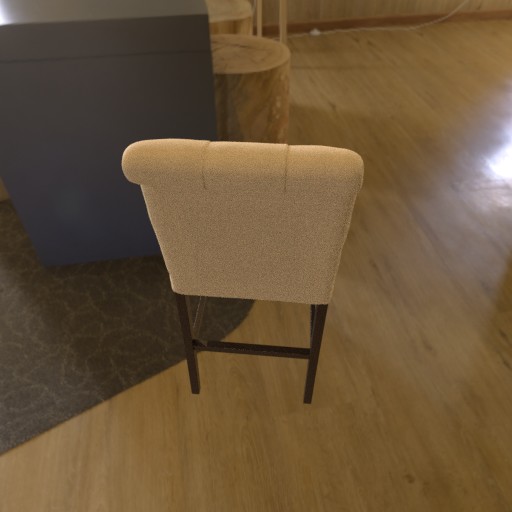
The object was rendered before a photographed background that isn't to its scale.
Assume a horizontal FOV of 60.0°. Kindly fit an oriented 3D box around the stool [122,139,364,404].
[{"bbox_3d":[0.000,0.000,1.425,0.482,1.118,0.610,4,46,4],"label":"stool"}]
